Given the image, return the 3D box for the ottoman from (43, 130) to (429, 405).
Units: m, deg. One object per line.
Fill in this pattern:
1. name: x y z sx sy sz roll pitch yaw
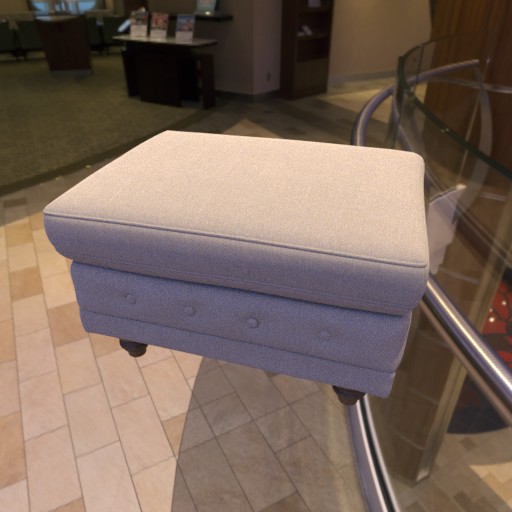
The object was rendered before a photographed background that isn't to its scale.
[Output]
1. ottoman: 0.000 0.000 1.140 0.771 0.500 0.569 9 33 14
